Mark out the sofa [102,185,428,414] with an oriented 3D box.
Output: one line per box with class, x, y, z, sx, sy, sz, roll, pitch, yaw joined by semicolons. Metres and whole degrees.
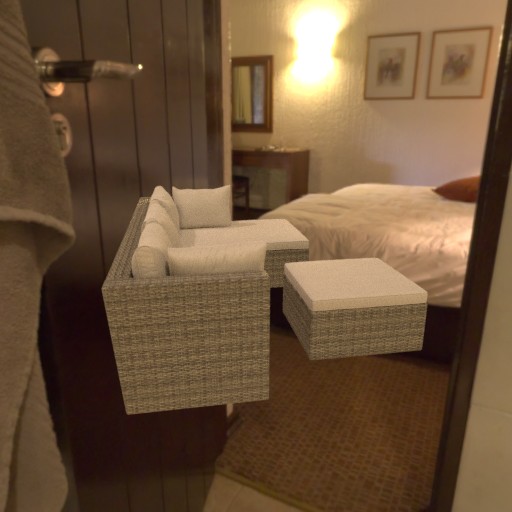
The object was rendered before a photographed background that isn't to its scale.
sofa;0.000;0.000;3.029;1.662;0.766;2.192;-3;17;-10
